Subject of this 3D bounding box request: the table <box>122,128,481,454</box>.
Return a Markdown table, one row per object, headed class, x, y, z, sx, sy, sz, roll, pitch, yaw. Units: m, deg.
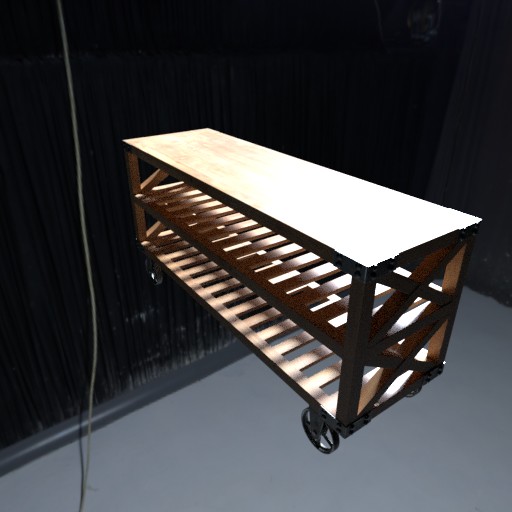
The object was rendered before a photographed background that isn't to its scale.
| class | x | y | z | sx | sy | sz | roll | pitch | yaw |
| --- | --- | --- | --- | --- | --- | --- | --- | --- | --- |
| table | 0.000 | 0.000 | 1.784 | 0.467 | 0.711 | 1.487 | -18 | 33 | -31 |
